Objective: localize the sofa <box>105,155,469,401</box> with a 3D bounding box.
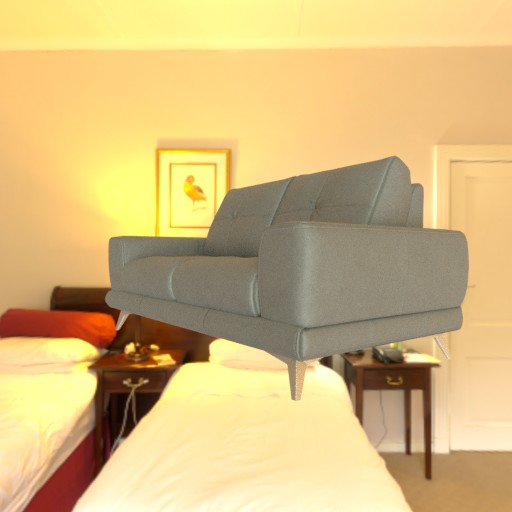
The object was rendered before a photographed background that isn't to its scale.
[{"bbox_3d":[0.000,0.000,2.327,1.018,0.907,1.806,0,0,-37],"label":"sofa"}]
